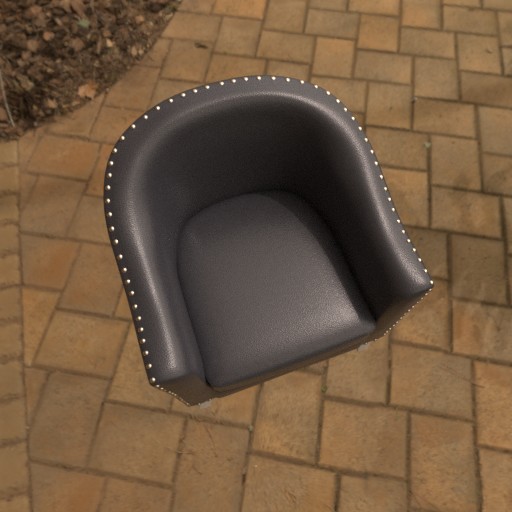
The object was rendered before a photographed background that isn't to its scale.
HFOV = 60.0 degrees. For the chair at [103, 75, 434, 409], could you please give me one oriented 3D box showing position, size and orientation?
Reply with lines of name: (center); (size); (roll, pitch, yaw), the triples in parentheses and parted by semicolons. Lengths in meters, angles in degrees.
chair: (0.000, 0.000, 1.460); (0.794, 0.823, 0.748); (-18, 66, -8)
